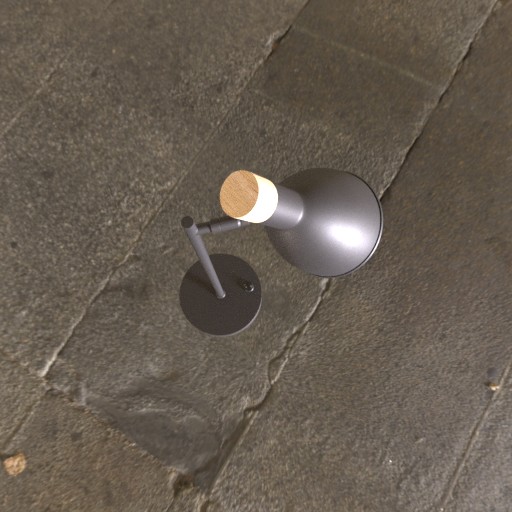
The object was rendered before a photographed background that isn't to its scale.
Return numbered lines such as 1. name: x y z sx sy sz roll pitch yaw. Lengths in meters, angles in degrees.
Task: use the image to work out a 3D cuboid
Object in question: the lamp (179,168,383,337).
1. lamp: 0.000 0.000 0.600 0.287 0.483 0.152 -13 76 -3
